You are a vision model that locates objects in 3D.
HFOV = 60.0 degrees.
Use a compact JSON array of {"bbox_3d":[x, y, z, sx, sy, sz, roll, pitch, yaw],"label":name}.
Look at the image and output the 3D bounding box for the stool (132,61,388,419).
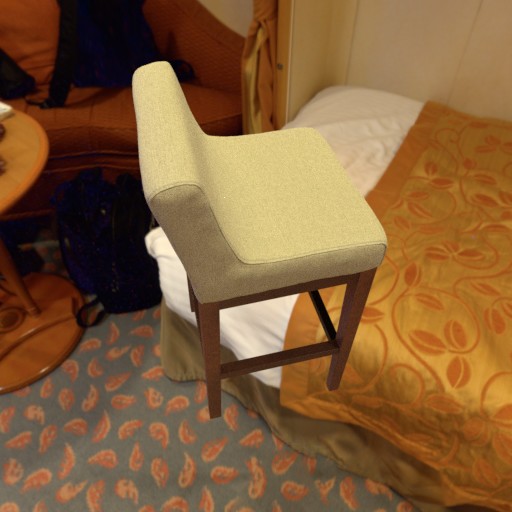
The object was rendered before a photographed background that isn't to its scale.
[{"bbox_3d":[0.000,0.000,1.250,0.500,0.937,0.511,-10,47,-9],"label":"stool"}]
